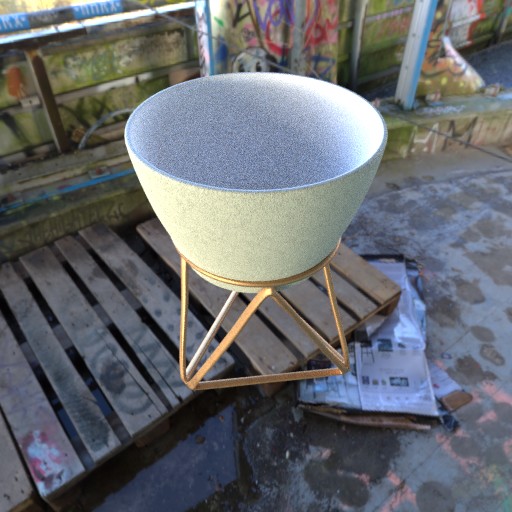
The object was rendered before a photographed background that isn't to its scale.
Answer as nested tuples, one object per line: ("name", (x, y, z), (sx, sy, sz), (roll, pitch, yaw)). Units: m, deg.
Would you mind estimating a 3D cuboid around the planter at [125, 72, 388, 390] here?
("planter", (0.000, 0.000, 0.772), (0.350, 0.504, 0.350), (-27, 49, -27))
